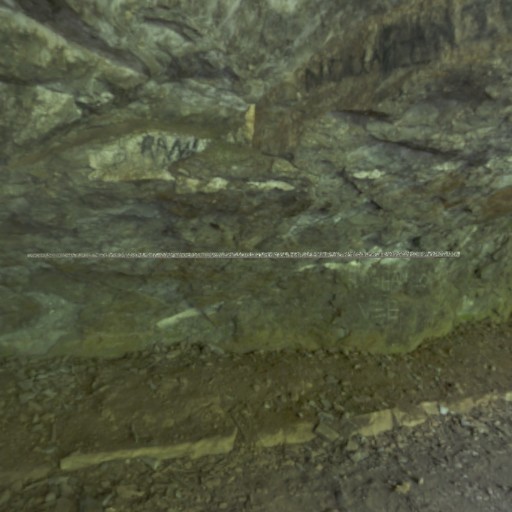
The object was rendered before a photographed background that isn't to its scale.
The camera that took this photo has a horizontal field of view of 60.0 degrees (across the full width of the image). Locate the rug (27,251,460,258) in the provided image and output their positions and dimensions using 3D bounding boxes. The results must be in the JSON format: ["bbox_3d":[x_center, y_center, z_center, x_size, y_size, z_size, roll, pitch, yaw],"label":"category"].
[{"bbox_3d":[0.000,0.000,3.442,2.699,0.026,1.802,0,0,18],"label":"rug"}]
